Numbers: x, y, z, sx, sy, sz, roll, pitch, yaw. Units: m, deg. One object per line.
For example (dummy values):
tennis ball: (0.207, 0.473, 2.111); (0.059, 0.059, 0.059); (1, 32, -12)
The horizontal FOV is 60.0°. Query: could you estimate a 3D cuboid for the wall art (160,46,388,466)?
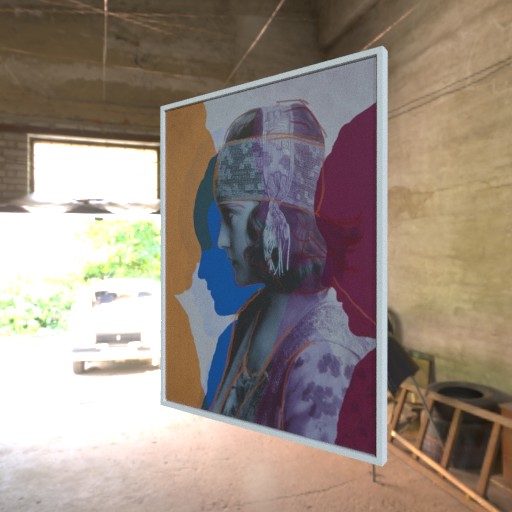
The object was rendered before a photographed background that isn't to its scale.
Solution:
wall art: (0.000, 0.000, 1.347); (0.795, 1.050, 0.039); (0, 0, 35)
